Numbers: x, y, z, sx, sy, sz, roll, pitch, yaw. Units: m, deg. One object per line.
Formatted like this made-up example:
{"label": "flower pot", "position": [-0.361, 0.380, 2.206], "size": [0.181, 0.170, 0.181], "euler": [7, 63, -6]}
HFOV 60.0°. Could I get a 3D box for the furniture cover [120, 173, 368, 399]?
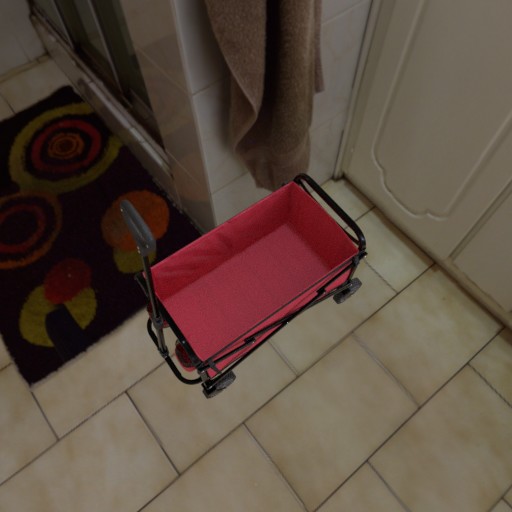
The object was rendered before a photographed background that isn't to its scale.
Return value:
{"label": "furniture cover", "position": [0.000, 0.000, 1.774], "size": [1.038, 1.295, 0.532], "euler": [-33, 67, -16]}
